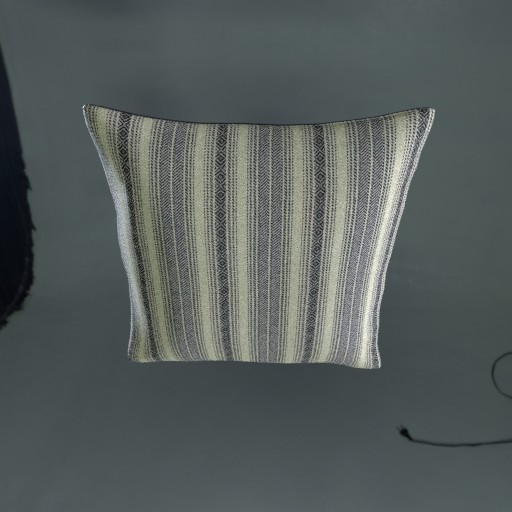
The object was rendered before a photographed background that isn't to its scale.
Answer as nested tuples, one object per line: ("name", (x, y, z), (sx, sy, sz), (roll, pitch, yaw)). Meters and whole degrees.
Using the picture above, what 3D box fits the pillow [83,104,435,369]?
("pillow", (0.000, 0.000, 0.777), (0.520, 0.508, 0.166), (1, 31, 2))
